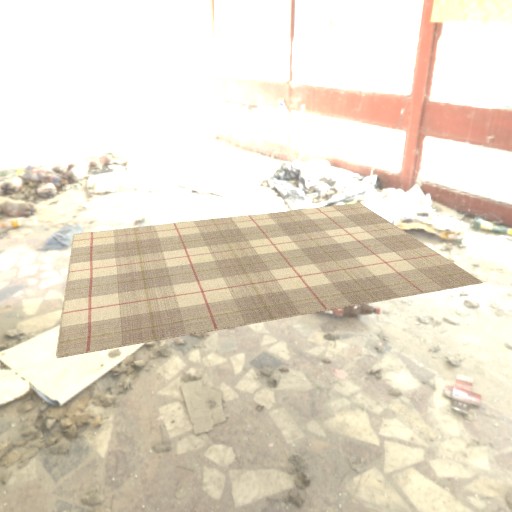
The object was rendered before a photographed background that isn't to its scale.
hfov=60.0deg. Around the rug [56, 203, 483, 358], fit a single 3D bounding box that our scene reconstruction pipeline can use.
[{"bbox_3d":[0.000,0.000,3.072,2.464,0.010,1.549,-8,27,-15],"label":"rug"}]
